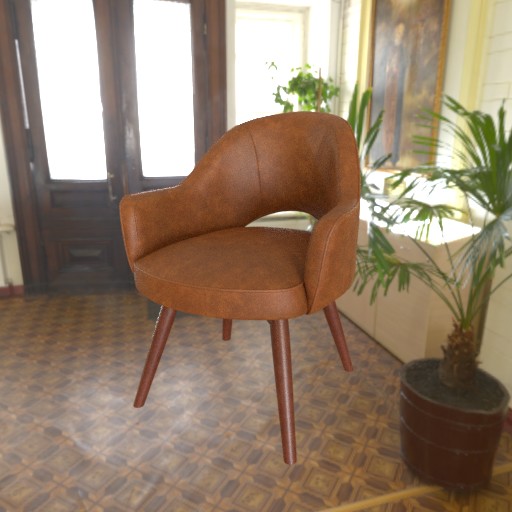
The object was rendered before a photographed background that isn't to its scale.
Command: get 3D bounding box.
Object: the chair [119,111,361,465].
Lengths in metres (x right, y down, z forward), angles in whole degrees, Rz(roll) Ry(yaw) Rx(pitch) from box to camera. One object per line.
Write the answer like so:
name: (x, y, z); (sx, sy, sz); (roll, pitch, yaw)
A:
chair: (0.000, 0.000, 1.211); (0.591, 0.777, 0.640); (8, 18, 27)
